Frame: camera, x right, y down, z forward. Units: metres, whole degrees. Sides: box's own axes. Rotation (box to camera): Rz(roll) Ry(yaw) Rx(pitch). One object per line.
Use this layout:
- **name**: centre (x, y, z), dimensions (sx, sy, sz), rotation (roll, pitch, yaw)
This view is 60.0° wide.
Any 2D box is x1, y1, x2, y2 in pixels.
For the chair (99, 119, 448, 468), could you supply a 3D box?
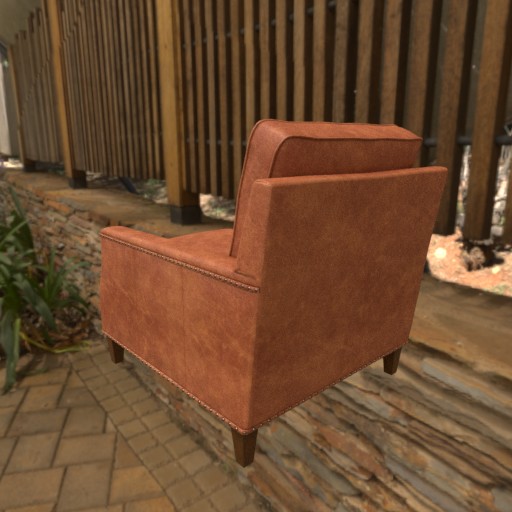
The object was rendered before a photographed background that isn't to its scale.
- **chair**: centre (0.000, 0.000, 1.665), dimensions (0.853, 0.943, 1.014), rotation (-13, 19, -41)
